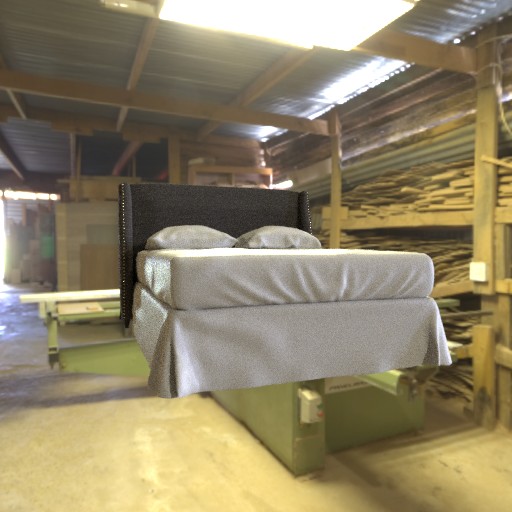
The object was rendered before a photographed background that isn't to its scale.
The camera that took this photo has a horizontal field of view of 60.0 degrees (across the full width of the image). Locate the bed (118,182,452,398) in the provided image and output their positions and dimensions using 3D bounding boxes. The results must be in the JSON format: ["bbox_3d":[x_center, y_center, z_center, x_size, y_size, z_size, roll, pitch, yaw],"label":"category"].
[{"bbox_3d":[0.000,0.000,3.417,1.925,1.332,2.276,-1,2,-20],"label":"bed"}]
